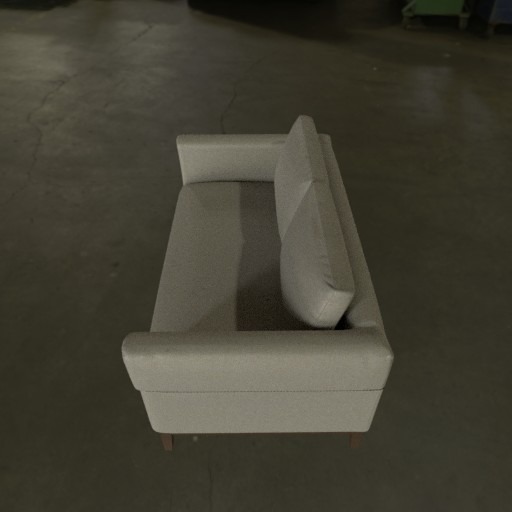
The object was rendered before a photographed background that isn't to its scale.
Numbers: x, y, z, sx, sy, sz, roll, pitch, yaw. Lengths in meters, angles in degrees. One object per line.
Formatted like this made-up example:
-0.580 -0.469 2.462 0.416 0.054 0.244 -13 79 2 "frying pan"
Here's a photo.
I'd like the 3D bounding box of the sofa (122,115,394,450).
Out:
0.000 0.000 2.187 0.899 0.873 1.598 0 42 0 "sofa"
